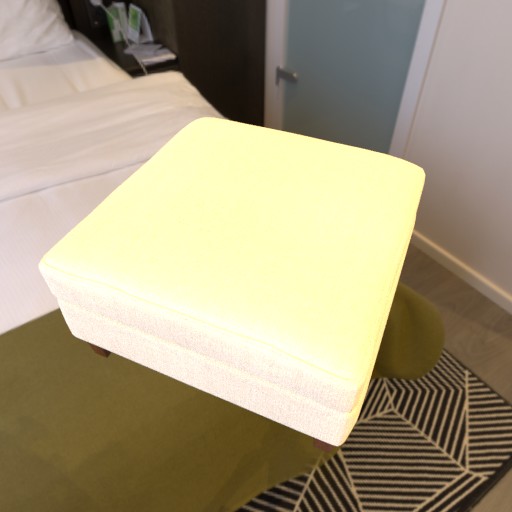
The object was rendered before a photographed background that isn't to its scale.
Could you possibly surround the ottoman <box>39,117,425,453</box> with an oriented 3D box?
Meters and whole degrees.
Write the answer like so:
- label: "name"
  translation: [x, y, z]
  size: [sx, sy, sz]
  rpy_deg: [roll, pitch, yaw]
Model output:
- label: "ottoman"
  translation: [0.000, 0.000, 1.356]
  size: [0.838, 0.478, 0.838]
  rpy_deg: [17, 48, 17]
